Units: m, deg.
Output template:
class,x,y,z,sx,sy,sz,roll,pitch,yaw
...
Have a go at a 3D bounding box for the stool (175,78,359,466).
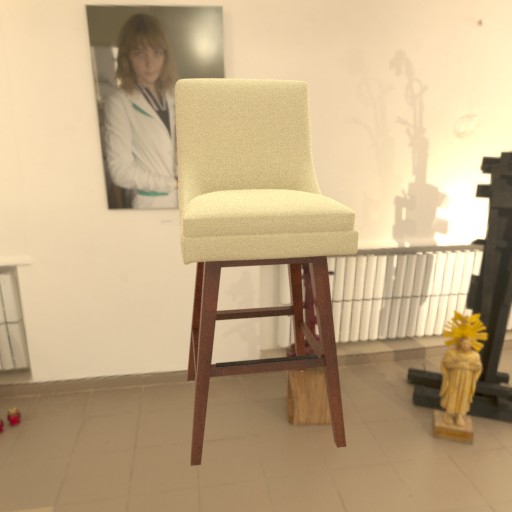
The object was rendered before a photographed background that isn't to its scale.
class,x,y,z,sx,sy,sz,roll,pitch,yaw
stool,0.000,0.000,1.406,0.470,1.097,0.559,-3,16,-9
